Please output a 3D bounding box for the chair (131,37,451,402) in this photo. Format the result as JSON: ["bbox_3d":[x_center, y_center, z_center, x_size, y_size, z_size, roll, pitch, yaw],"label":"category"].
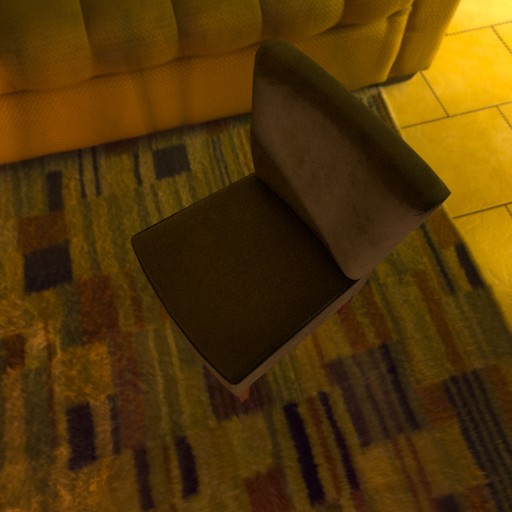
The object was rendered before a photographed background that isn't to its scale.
[{"bbox_3d":[0.000,0.000,1.190,0.554,0.806,0.521,-34,69,-15],"label":"chair"}]
